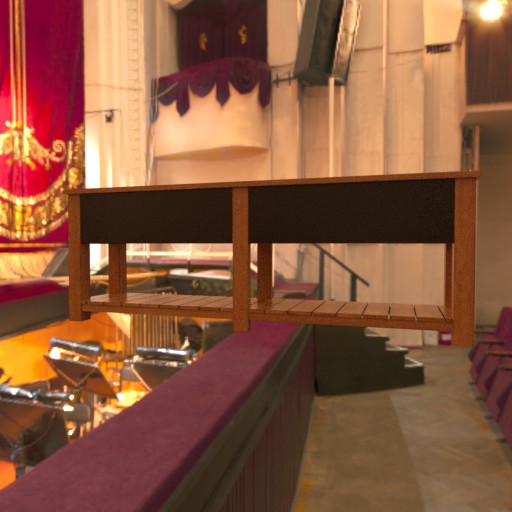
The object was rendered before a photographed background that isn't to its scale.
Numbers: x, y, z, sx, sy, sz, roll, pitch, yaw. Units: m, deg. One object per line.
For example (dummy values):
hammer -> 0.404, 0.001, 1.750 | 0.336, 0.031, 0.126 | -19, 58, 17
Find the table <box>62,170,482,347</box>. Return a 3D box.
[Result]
table -> 0.000, 0.000, 2.057 | 1.815, 0.635, 0.425 | 1, 2, 18
